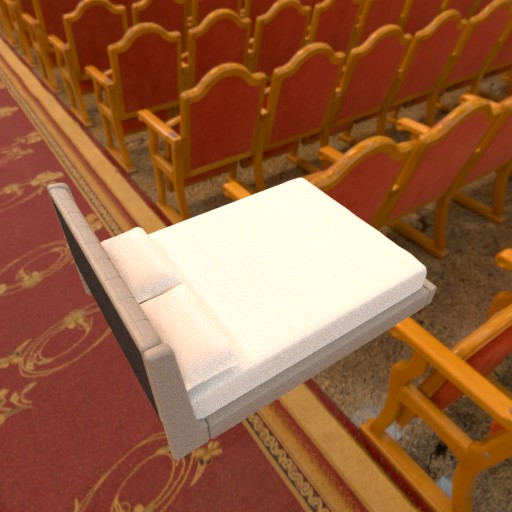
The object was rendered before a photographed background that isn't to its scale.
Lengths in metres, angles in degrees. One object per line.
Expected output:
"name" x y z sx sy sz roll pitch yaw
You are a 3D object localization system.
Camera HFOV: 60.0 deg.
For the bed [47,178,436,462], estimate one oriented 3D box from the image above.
"bed" 0.000 0.000 3.247 2.232 1.147 1.656 -24 47 -24
